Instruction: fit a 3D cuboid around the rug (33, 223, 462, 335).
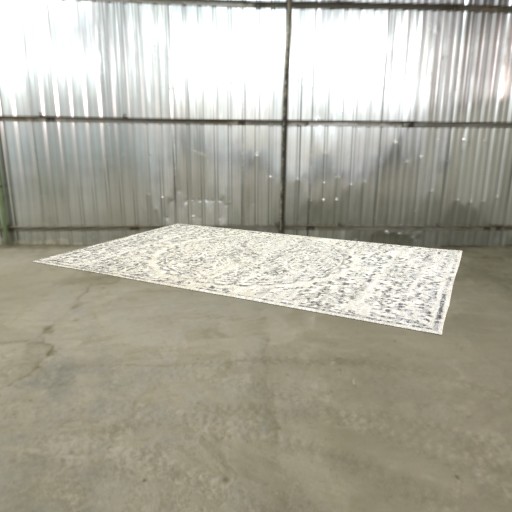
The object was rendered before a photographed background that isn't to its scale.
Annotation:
[{"bbox_3d":[0.000,0.000,2.968,2.447,0.021,1.527,7,16,26],"label":"rug"}]
